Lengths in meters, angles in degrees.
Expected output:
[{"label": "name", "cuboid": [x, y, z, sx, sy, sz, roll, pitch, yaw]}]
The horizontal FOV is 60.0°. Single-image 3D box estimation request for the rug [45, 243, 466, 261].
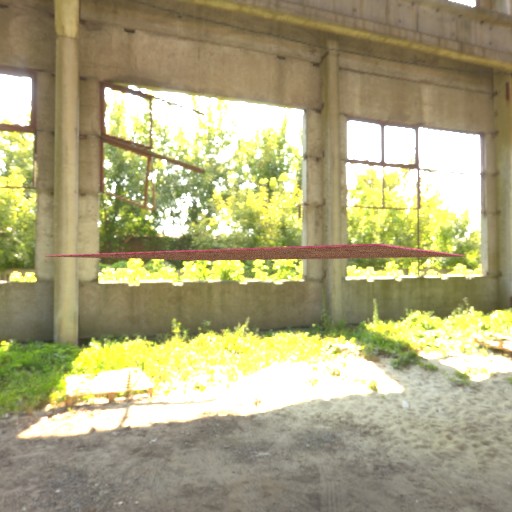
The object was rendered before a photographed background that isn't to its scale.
[{"label": "rug", "cuboid": [0.000, 0.000, 4.286, 3.306, 0.011, 2.389, -1, -2, 36]}]
